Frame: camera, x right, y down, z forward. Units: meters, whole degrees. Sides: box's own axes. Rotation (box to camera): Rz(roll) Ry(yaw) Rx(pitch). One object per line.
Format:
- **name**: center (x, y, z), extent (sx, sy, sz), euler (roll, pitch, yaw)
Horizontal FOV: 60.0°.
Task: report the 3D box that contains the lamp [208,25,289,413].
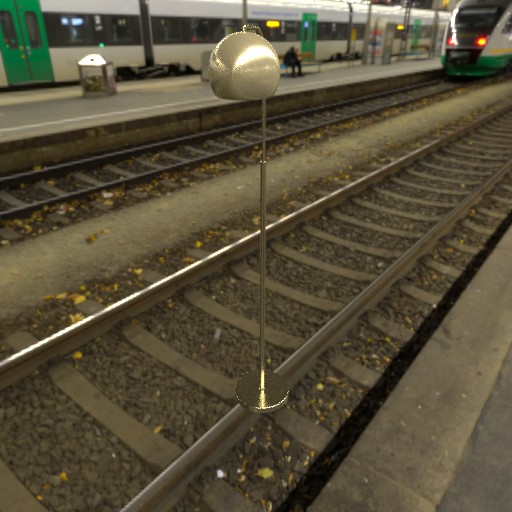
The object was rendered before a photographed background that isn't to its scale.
- **lamp**: center (0.000, 0.000, 1.654), extent (0.250, 1.526, 0.431), euler (8, 28, 15)
